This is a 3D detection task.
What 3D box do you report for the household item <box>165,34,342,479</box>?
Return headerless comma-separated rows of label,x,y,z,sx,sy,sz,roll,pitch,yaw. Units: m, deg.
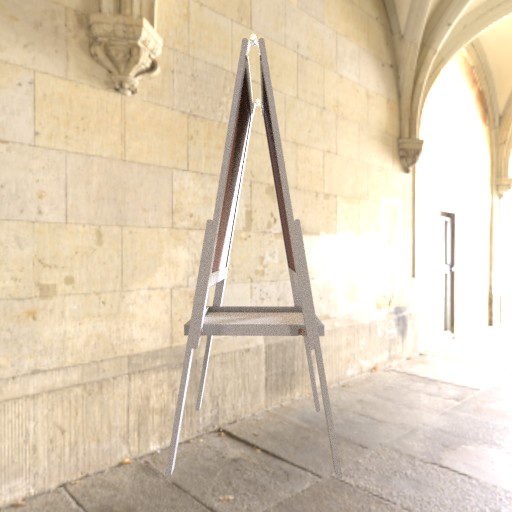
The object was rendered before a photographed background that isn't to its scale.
household item,0.000,0.000,1.434,0.469,1.172,0.531,0,1,2
